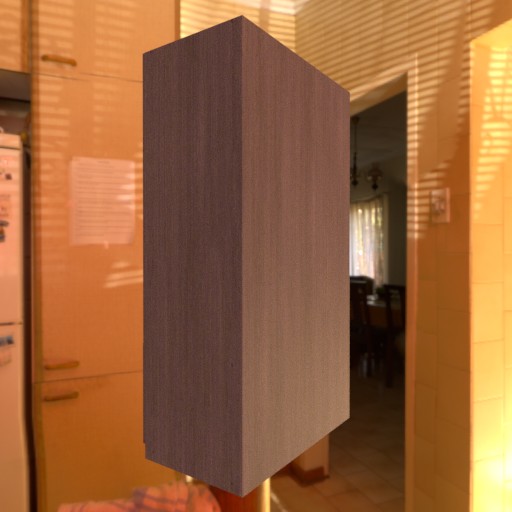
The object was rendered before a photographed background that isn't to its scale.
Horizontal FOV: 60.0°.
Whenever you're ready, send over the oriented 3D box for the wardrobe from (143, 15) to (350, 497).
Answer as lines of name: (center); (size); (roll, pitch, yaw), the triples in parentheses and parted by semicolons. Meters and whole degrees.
wardrobe: (0.000, 0.000, 2.230); (0.577, 1.808, 0.991); (0, 1, 35)
